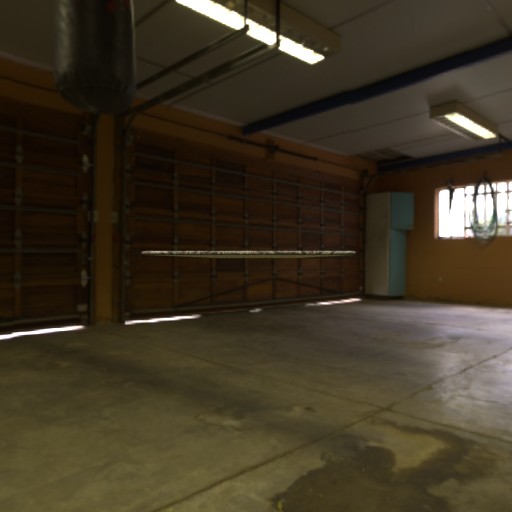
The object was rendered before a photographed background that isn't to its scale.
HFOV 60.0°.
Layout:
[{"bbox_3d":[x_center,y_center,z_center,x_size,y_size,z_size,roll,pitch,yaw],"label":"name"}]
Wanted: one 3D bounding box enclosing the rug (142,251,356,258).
[{"bbox_3d":[0.000,0.000,2.592,0.719,0.013,2.305,0,0,1],"label":"rug"}]
